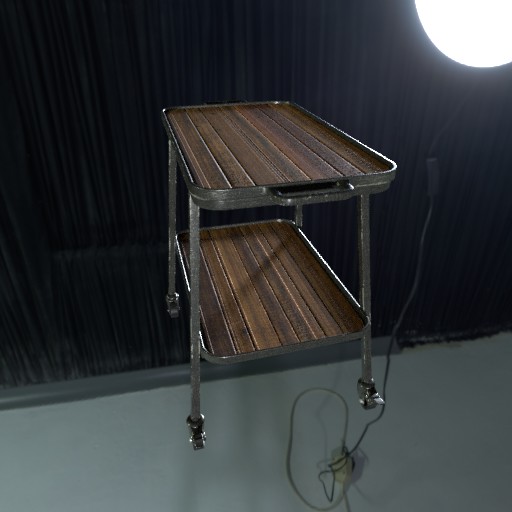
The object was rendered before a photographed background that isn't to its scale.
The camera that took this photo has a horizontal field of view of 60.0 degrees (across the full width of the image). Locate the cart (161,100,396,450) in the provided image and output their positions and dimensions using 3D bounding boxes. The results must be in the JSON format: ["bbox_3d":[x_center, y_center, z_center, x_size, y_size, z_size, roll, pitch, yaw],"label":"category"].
[{"bbox_3d":[0.000,0.000,1.256,0.515,0.700,0.806,-8,31,-13],"label":"cart"}]
